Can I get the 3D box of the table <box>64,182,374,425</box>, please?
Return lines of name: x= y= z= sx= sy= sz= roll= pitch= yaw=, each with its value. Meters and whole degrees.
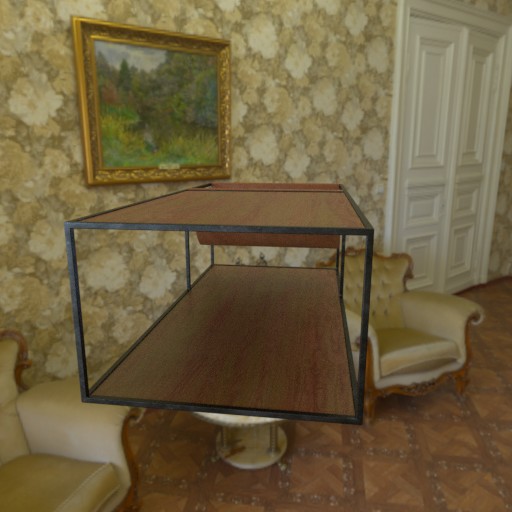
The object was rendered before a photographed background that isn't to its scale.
table: x=0.000 y=0.000 z=1.456 sx=0.597 sy=0.403 sz=1.199 roll=2 pitch=13 yaw=8
